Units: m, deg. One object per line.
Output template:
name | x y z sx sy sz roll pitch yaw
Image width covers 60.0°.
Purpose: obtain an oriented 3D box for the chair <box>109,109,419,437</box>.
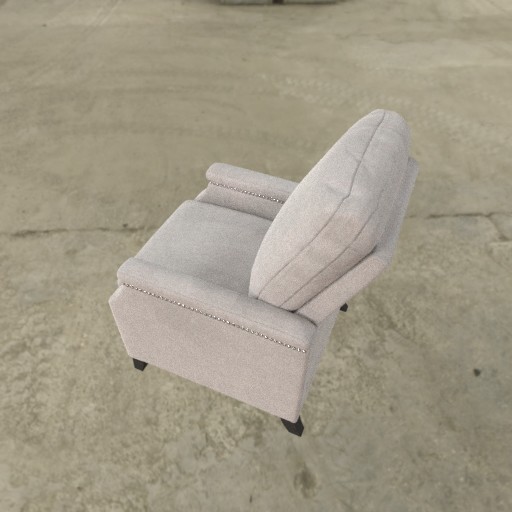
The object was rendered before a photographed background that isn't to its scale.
chair | 0.000 0.000 1.628 0.922 1.049 0.710 17 47 16
